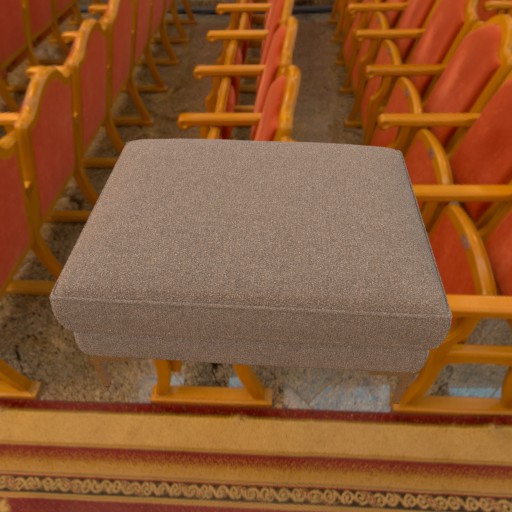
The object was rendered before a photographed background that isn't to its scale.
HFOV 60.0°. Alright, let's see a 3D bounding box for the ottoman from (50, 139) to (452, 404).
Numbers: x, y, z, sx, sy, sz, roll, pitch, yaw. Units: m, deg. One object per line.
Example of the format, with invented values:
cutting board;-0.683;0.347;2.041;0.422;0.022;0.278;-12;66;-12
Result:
ottoman;0.000;0.000;1.147;0.785;0.464;0.583;3;45;2
